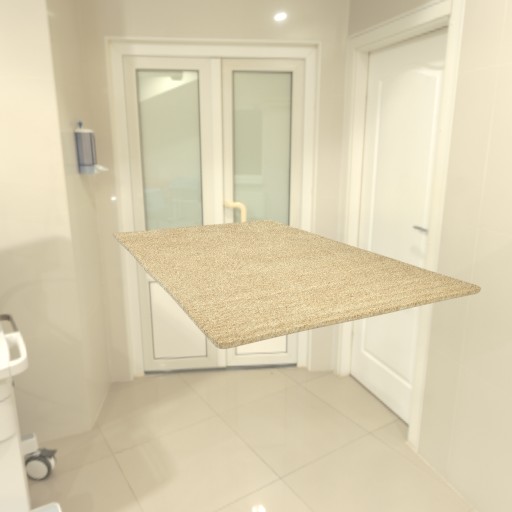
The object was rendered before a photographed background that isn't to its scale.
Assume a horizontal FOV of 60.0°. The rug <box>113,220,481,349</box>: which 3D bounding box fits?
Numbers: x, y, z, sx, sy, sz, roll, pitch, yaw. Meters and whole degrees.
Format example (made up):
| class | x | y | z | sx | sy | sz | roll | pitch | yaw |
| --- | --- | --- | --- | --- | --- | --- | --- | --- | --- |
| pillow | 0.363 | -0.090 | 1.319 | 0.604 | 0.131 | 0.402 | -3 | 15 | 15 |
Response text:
| class | x | y | z | sx | sy | sz | roll | pitch | yaw |
| --- | --- | --- | --- | --- | --- | --- | --- | --- | --- |
| rug | 0.000 | 0.000 | 3.004 | 1.500 | 0.025 | 2.349 | -7 | 16 | -26 |
